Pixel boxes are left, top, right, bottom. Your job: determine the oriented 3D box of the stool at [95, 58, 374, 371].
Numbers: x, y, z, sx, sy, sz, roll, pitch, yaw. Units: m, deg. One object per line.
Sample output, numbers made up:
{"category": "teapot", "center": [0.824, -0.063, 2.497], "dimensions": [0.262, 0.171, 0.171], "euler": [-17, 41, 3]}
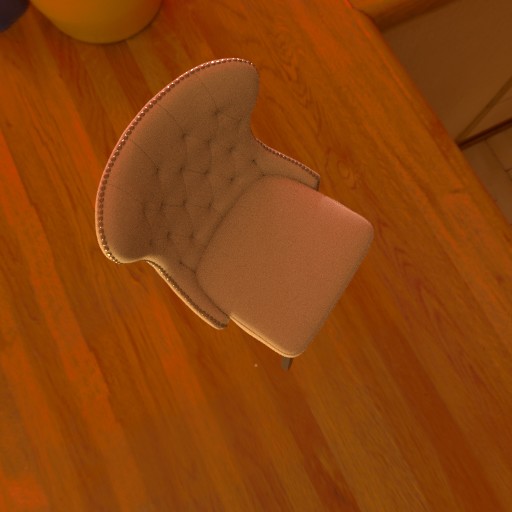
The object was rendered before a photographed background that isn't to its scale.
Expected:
{"category": "stool", "center": [0.000, 0.000, 1.376], "dimensions": [0.605, 1.066, 0.528], "euler": [33, 78, 8]}
